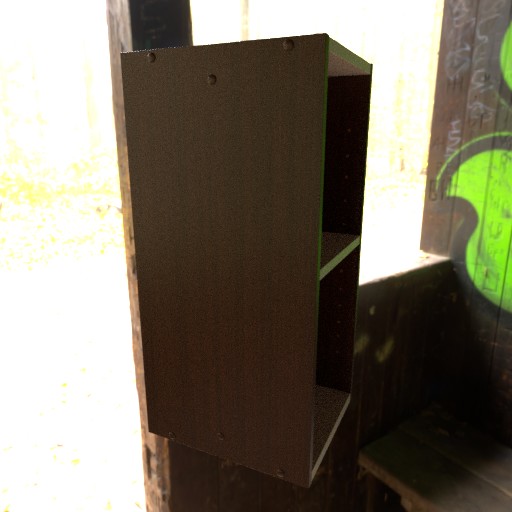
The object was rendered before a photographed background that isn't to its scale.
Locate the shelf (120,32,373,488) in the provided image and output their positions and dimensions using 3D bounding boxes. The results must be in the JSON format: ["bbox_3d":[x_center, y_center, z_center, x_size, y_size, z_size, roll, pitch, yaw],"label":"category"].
[{"bbox_3d":[0.000,0.000,0.730,0.290,0.600,0.253,7,17,25],"label":"shelf"}]
